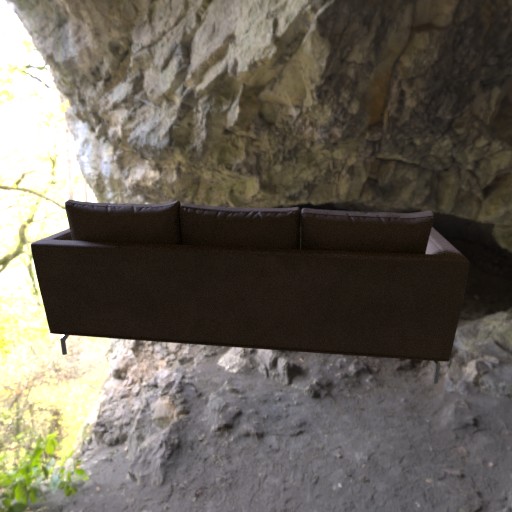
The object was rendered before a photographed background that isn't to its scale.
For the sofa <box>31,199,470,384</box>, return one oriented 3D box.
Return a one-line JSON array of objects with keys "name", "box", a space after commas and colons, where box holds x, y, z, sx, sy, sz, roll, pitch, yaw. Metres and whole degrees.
[{"name": "sofa", "box": [0.000, 0.000, 3.243, 2.438, 0.987, 1.622, 2, 16, 8]}]
